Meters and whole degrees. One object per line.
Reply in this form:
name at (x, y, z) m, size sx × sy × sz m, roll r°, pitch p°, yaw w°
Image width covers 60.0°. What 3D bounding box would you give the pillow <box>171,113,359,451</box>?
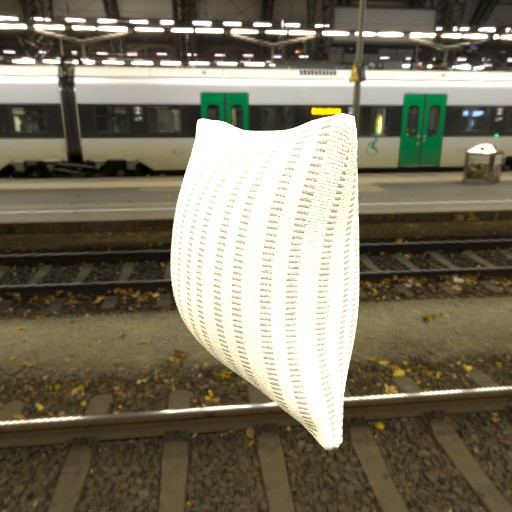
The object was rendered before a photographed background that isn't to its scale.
pillow at (0.000, 0.000, 0.697) m, size 0.247 × 0.419 × 0.438 m, roll -9°, pitch 19°, yaw -27°
